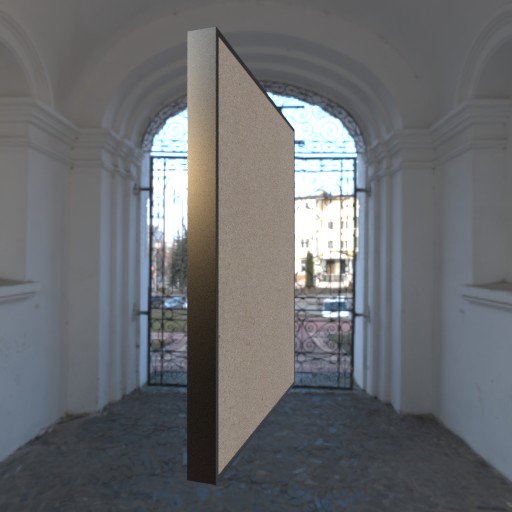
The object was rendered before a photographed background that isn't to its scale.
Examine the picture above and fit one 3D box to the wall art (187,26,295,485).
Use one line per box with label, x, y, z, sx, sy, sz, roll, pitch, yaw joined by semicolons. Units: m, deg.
wall art;0.000;0.000;0.751;0.038;0.551;0.448;0;0;17
